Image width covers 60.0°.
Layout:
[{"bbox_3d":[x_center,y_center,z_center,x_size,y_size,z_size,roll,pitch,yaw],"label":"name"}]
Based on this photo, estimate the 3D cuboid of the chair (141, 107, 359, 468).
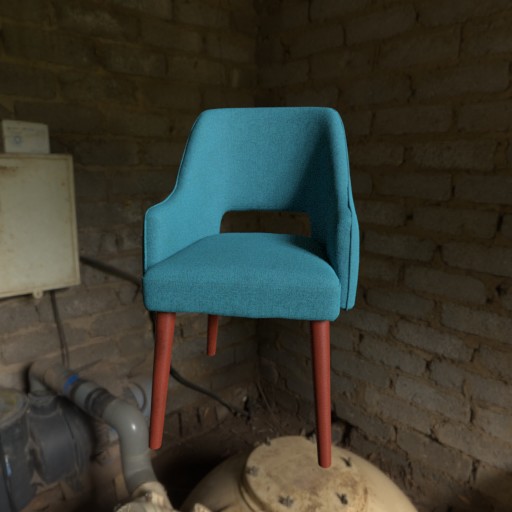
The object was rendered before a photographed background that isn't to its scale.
[{"bbox_3d":[0.000,0.000,1.246,0.548,0.849,0.605,2,13,9],"label":"chair"}]
